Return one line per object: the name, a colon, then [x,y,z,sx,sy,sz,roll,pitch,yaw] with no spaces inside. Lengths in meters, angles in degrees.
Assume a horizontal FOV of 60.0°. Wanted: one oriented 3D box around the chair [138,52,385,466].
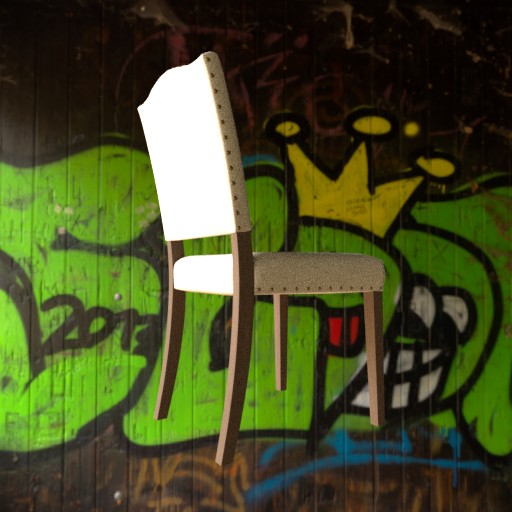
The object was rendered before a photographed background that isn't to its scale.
chair: [0.000,0.000,1.376,0.619,1.015,0.508,1,-2,-35]
